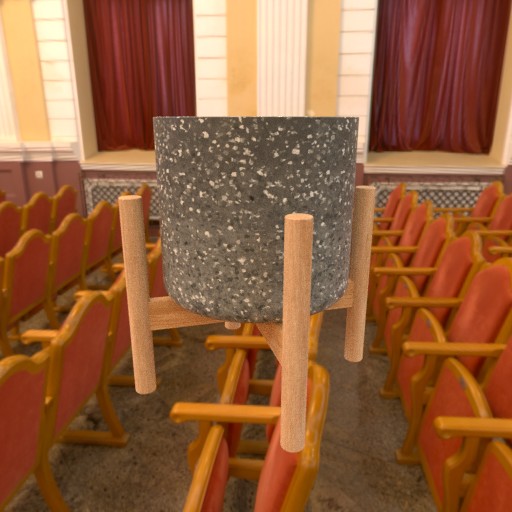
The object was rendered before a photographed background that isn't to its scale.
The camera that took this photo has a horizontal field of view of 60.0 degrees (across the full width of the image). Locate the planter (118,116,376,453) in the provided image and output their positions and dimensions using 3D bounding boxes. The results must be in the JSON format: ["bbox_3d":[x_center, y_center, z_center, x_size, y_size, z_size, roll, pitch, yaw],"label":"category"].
[{"bbox_3d":[0.000,0.000,0.536,0.284,0.320,0.284,2,17,7],"label":"planter"}]
